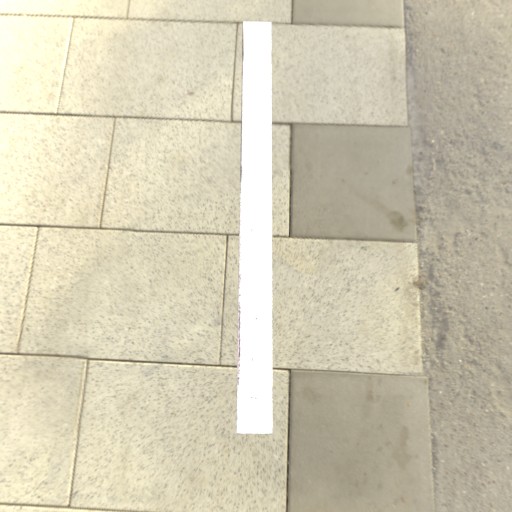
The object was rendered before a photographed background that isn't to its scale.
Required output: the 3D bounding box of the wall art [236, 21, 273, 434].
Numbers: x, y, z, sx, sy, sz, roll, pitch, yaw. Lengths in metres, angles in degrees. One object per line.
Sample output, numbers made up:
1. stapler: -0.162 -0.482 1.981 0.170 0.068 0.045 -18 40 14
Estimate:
1. wall art: 0.000 0.000 0.767 0.038 0.508 0.508 0 76 0
